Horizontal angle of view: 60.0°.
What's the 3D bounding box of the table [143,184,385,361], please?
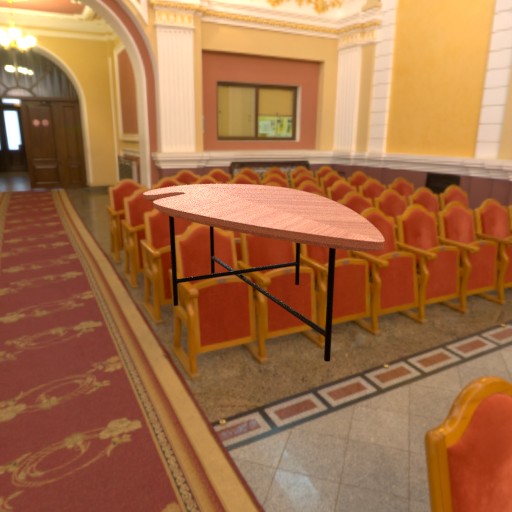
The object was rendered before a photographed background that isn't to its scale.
[{"bbox_3d":[0.000,0.000,1.494,0.598,0.360,1.199,-8,17,-25],"label":"table"}]
